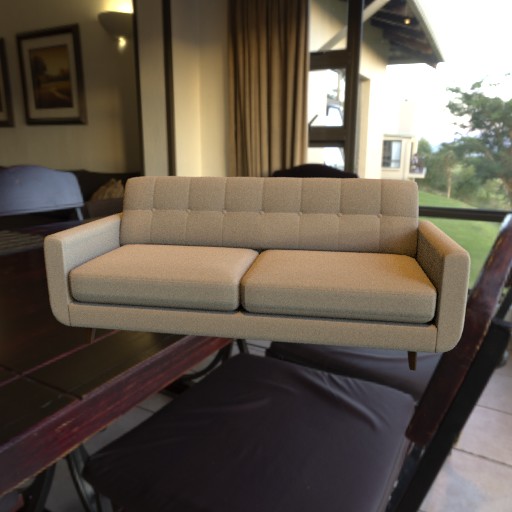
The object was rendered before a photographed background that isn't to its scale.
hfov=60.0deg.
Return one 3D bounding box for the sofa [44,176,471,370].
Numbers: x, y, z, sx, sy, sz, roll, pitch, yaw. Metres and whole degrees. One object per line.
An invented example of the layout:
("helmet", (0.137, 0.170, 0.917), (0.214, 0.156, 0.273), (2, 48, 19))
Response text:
("sofa", (0.000, 0.000, 2.653), (2.137, 0.892, 0.980), (2, 14, 10))
